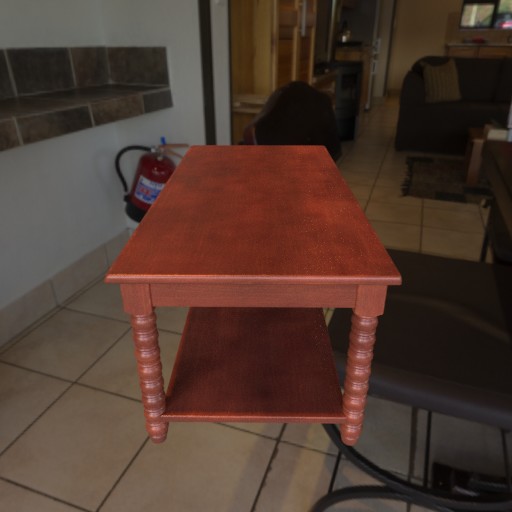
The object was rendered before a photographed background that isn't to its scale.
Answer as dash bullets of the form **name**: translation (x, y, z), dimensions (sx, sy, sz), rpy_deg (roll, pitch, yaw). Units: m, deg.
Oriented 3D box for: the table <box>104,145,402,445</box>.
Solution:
- **table**: translation (0.000, 0.000, 1.472), dimensions (0.580, 0.485, 1.171), rpy_deg (0, 26, 1)
